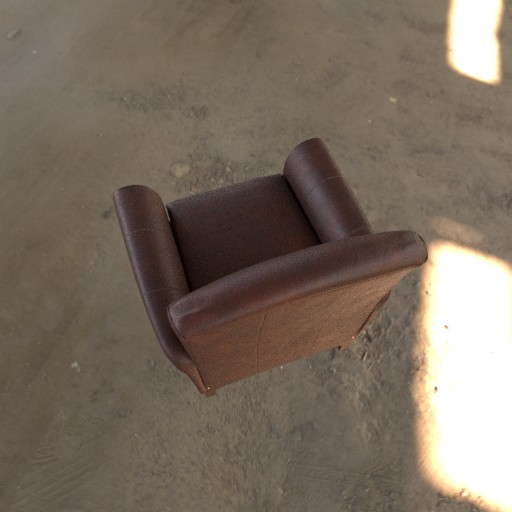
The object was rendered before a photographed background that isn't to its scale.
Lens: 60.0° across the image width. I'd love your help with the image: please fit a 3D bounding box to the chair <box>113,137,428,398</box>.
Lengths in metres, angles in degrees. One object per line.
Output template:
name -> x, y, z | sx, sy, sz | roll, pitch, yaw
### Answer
chair -> 0.000, 0.000, 1.795 | 0.978, 1.061, 0.902 | -17, 60, -10
